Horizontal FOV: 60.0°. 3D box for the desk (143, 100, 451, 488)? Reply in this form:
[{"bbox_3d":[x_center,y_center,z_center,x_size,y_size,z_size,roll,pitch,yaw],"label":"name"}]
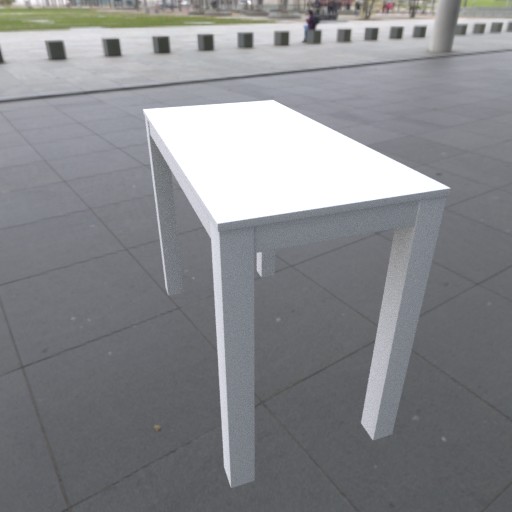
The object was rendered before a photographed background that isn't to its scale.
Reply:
[{"bbox_3d":[0.000,0.000,1.433,0.497,0.762,0.990,-10,31,-17],"label":"desk"}]
